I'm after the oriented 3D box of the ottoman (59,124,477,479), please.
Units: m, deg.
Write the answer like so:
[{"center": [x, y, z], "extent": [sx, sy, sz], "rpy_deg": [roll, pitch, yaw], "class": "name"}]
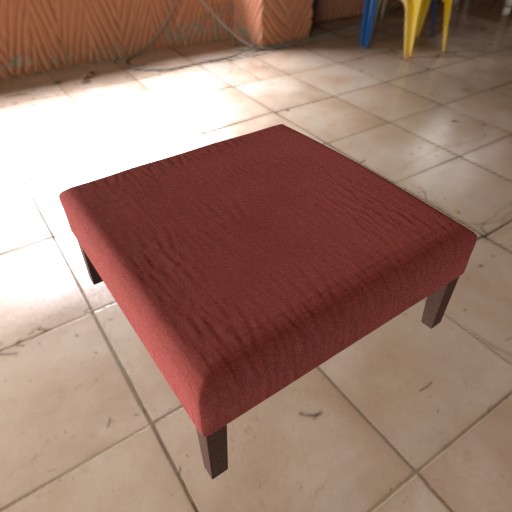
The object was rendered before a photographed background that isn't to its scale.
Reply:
[{"center": [0.000, 0.000, 1.404], "extent": [0.889, 0.411, 0.890], "rpy_deg": [-25, 46, -26], "class": "ottoman"}]
